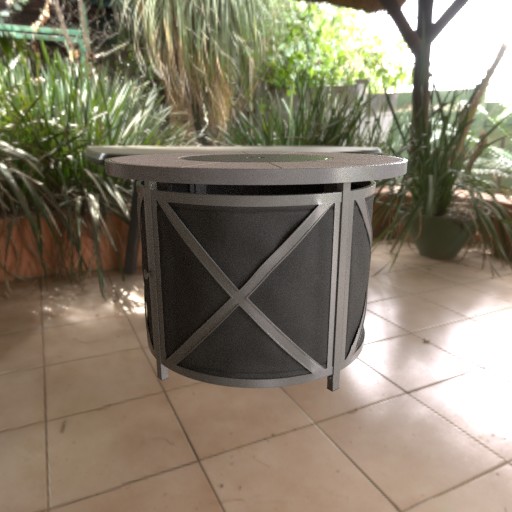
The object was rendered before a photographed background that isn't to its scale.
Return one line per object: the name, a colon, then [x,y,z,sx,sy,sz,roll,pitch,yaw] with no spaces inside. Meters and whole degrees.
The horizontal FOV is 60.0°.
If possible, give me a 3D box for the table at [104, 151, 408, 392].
table: [0.000,0.000,1.495,0.914,0.650,0.914,0,16,0]
